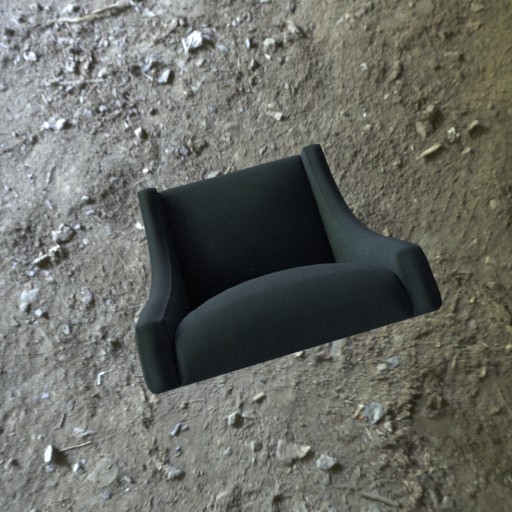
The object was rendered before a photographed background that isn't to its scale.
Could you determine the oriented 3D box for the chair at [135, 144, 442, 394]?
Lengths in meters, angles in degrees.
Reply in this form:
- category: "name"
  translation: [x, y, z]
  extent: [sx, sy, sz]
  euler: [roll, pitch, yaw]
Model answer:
- category: "chair"
  translation: [0.000, 0.000, 1.357]
  extent: [0.629, 0.895, 0.629]
  euler: [-16, 76, -4]
